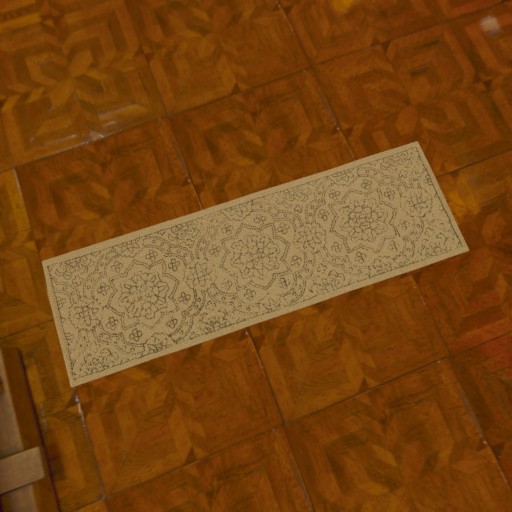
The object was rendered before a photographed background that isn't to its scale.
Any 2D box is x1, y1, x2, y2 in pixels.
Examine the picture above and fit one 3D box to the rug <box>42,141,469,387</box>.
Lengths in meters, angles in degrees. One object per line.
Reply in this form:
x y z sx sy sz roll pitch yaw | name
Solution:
0.000 0.000 2.650 2.448 0.012 0.769 -18 77 -4 | rug
